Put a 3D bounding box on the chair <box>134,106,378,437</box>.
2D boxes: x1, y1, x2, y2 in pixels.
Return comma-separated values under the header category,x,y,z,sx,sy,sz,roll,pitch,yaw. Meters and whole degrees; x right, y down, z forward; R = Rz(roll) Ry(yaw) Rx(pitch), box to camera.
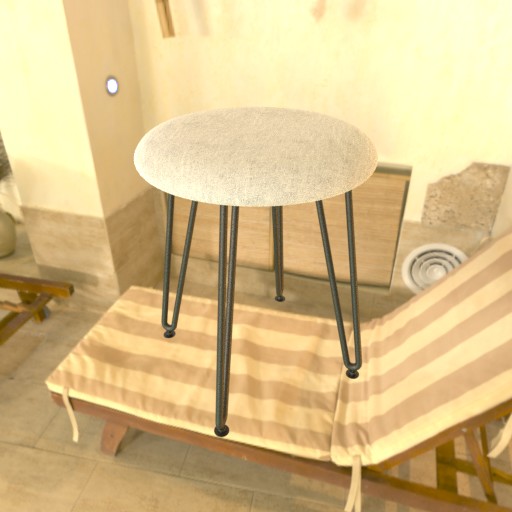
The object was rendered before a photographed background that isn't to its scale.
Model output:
category,x,y,z,sx,sy,sz,roll,pitch,yaw
chair,0.000,0.000,0.657,0.350,0.386,0.350,9,32,15
